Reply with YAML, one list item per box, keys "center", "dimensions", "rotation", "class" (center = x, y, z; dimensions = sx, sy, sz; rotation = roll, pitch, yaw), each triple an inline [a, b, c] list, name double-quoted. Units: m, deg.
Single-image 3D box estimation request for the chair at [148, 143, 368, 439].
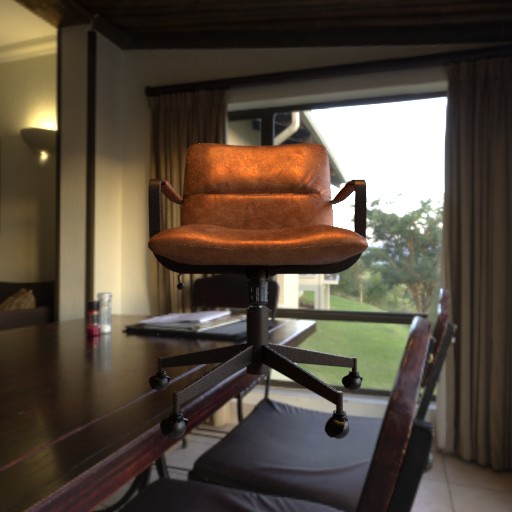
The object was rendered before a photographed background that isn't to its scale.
- center: [0.000, 0.000, 1.466]
  dimensions: [0.727, 0.922, 0.754]
  rotation: [0, 0, 0]
  class: "chair"
